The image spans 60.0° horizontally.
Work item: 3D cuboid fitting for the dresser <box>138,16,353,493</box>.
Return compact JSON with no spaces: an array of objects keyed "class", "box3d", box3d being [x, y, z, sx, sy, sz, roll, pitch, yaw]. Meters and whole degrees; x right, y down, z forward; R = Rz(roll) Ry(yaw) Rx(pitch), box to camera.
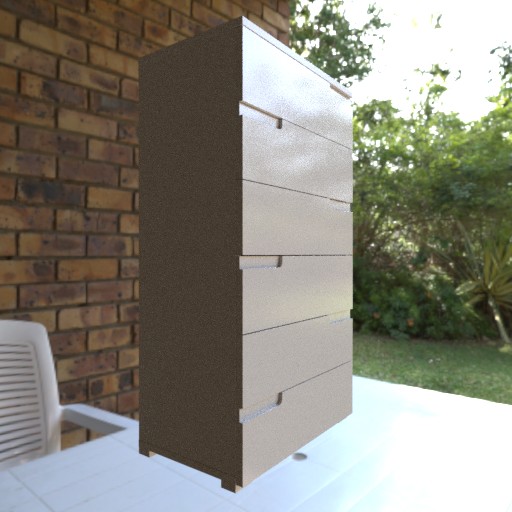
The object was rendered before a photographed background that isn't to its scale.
[{"class":"dresser","box3d":[0.000,0.000,1.476,0.400,1.190,0.650,0,0,37]}]
